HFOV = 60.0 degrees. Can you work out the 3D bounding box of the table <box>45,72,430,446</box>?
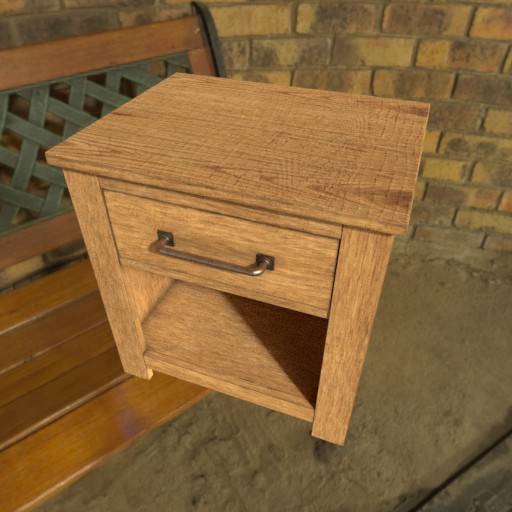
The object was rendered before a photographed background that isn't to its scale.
[{"bbox_3d":[0.000,0.000,1.031,0.601,0.625,0.494,13,41,16],"label":"table"}]
